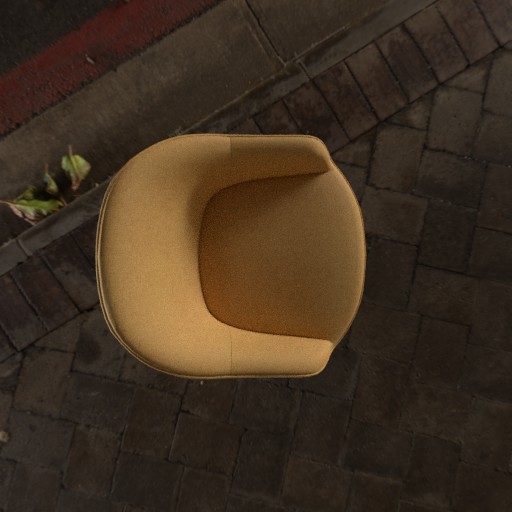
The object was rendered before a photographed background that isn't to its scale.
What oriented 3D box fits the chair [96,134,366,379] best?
[{"bbox_3d":[0.000,0.000,1.269,0.635,0.823,0.596,0,90,-1],"label":"chair"}]
